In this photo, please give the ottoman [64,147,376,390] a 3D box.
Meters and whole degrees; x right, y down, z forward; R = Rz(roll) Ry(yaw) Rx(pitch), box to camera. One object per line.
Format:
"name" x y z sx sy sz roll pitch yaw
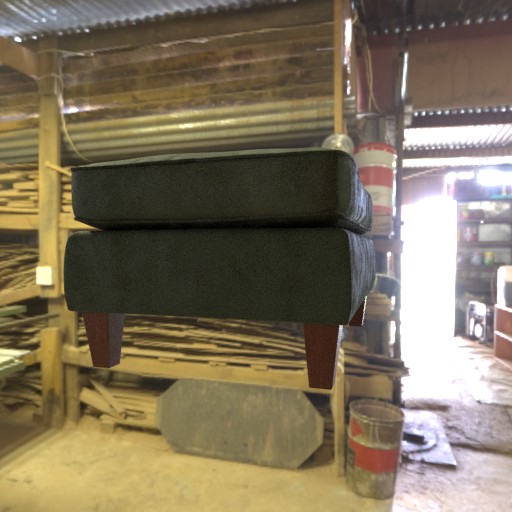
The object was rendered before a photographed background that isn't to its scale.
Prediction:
"ottoman" 0.000 0.000 1.277 0.632 0.495 0.864 0 1 18
